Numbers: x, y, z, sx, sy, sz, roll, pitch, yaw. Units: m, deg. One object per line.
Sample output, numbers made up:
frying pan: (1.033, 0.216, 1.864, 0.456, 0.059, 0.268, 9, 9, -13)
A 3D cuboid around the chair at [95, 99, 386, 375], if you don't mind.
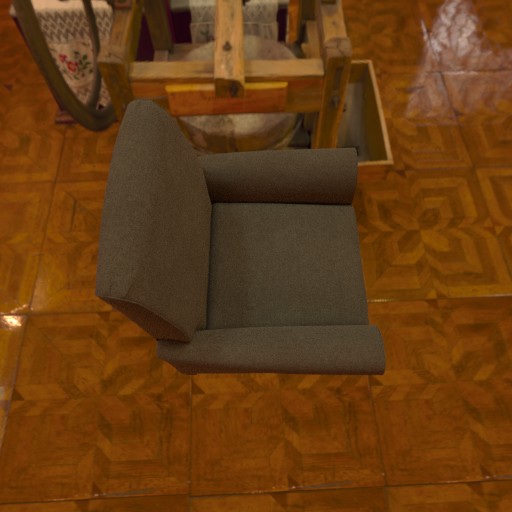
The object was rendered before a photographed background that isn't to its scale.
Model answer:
chair: (0.000, 0.000, 1.786, 0.905, 1.061, 0.978, 0, 63, 0)
